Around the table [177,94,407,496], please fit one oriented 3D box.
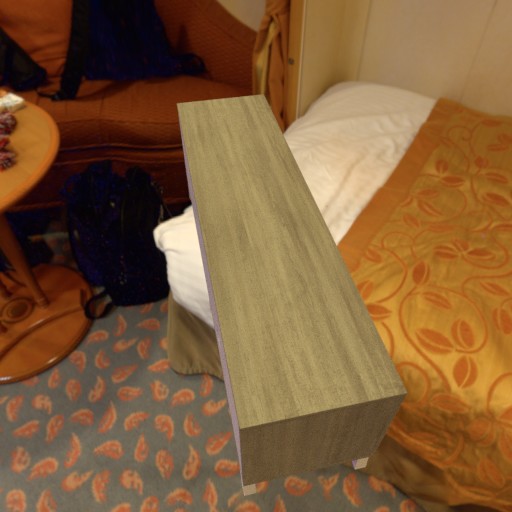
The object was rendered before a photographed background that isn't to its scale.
[{"bbox_3d":[0.000,0.000,1.704,0.400,0.530,1.500,-9,47,-8],"label":"table"}]
